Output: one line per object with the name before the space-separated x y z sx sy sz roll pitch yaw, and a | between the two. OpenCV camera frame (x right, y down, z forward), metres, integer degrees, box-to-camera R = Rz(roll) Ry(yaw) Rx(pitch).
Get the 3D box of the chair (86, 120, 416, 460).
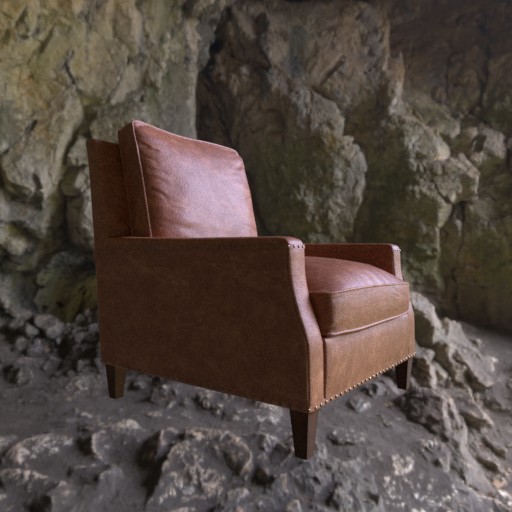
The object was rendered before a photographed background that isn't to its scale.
chair | 0.000 0.000 1.739 1.035 1.054 0.854 0 0 37
